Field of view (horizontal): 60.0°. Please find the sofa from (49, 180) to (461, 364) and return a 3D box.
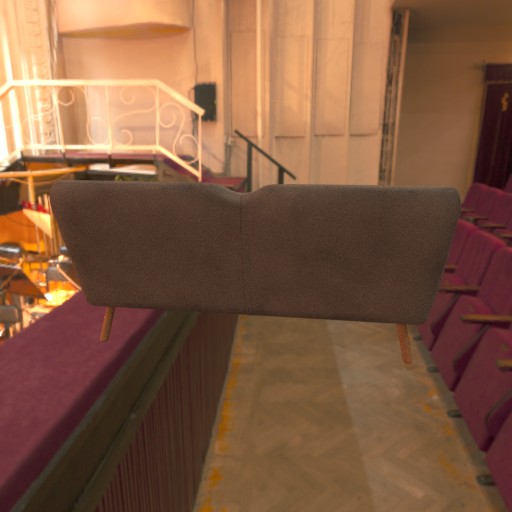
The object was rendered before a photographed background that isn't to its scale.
[{"bbox_3d":[0.000,0.000,2.254,1.870,0.810,0.850,2,15,8],"label":"sofa"}]
